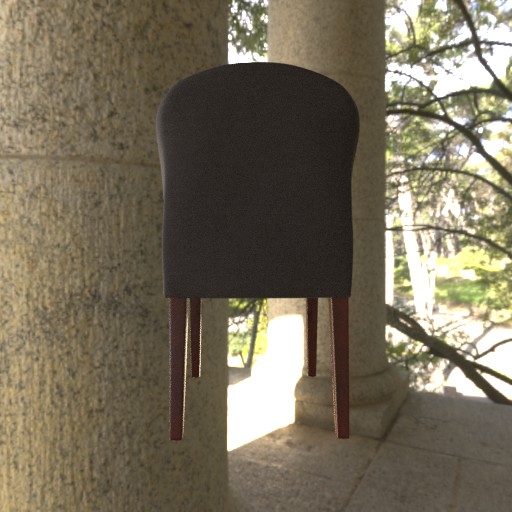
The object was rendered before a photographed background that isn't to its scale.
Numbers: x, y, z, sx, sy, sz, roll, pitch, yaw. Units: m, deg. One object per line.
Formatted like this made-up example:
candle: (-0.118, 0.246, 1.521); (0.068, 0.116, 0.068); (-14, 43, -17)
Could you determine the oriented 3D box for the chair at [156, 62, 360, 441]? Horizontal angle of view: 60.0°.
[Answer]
chair: (0.000, 0.000, 1.302); (0.506, 0.879, 0.619); (0, 1, -2)
